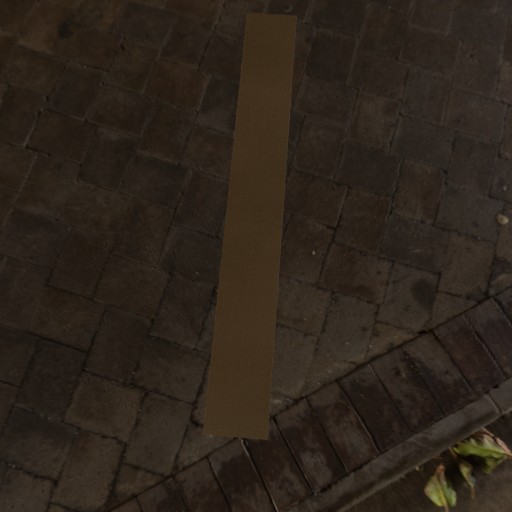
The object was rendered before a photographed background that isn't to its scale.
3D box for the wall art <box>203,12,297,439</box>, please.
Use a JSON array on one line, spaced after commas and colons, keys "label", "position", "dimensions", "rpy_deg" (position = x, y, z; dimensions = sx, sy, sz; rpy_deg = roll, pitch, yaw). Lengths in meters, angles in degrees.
[{"label": "wall art", "position": [0.000, 0.000, 0.448], "dimensions": [0.038, 0.303, 0.305], "rpy_deg": [4, 75, 1]}]
